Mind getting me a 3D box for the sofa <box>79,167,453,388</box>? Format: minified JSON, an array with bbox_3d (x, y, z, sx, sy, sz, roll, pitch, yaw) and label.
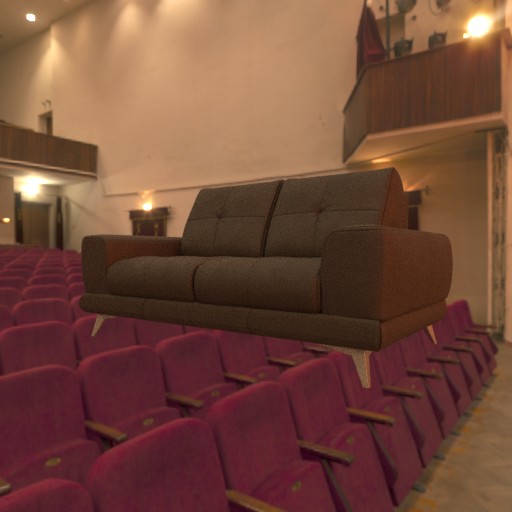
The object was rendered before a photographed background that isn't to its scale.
[{"bbox_3d":[0.000,0.000,2.390,1.806,0.907,1.018,0,1,36],"label":"sofa"}]
